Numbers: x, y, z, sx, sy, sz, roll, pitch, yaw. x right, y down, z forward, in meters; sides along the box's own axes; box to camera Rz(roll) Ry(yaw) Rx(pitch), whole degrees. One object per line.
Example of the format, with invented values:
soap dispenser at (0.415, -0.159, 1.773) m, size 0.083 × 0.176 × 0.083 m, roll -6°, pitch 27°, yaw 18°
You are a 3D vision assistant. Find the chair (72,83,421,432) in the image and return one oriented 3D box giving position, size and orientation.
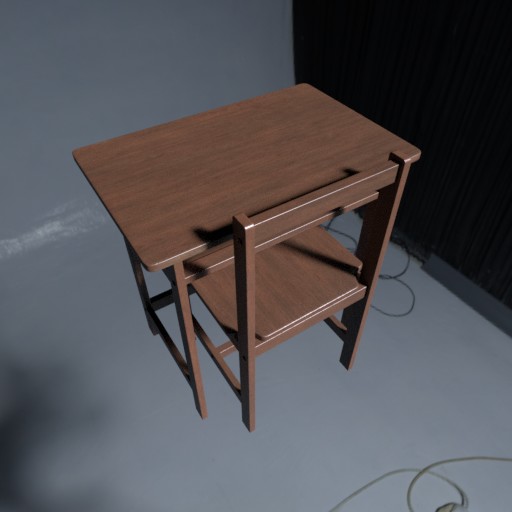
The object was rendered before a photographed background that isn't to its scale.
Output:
chair at (0.000, 0.000, 1.065) m, size 0.599 × 0.673 × 0.463 m, roll -24°, pitch 50°, yaw -23°
